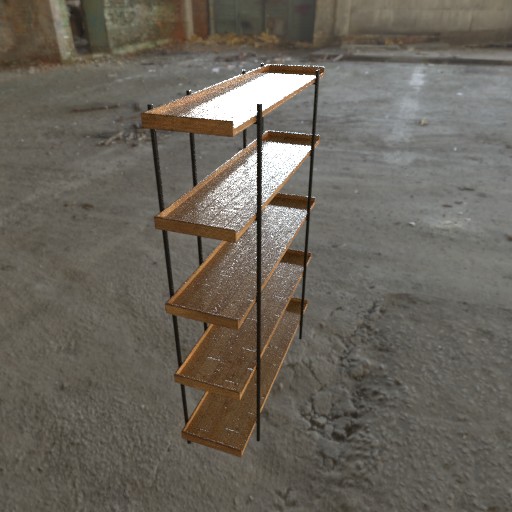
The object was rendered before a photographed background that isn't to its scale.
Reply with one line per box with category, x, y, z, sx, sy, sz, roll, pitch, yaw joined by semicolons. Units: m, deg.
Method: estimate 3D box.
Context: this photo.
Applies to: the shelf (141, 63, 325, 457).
shelf;0.000;0.000;2.463;0.379;1.826;1.371;10;32;17
